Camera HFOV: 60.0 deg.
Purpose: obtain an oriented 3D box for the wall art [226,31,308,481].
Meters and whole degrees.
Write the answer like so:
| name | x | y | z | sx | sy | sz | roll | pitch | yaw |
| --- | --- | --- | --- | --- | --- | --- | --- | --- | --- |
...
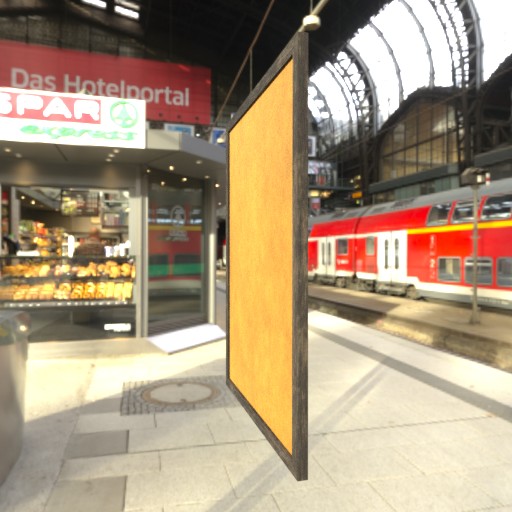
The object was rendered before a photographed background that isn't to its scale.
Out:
| name | x | y | z | sx | sy | sz | roll | pitch | yaw |
| --- | --- | --- | --- | --- | --- | --- | --- | --- | --- |
| wall art | 0.000 | 0.000 | 1.444 | 0.029 | 1.066 | 0.812 | 0 | 0 | -16 |
